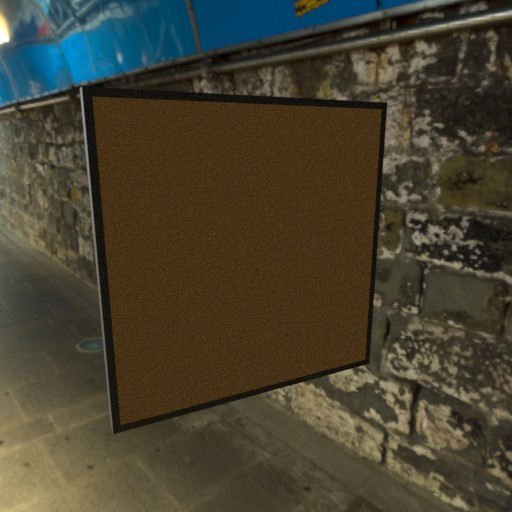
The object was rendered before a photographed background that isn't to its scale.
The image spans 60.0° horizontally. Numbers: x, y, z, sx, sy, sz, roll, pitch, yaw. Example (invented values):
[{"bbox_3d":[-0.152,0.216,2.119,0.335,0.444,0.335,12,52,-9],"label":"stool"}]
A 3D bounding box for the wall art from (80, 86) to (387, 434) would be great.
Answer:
[{"bbox_3d":[0.000,0.000,1.121,0.763,0.763,0.038,-7,16,-26],"label":"wall art"}]
